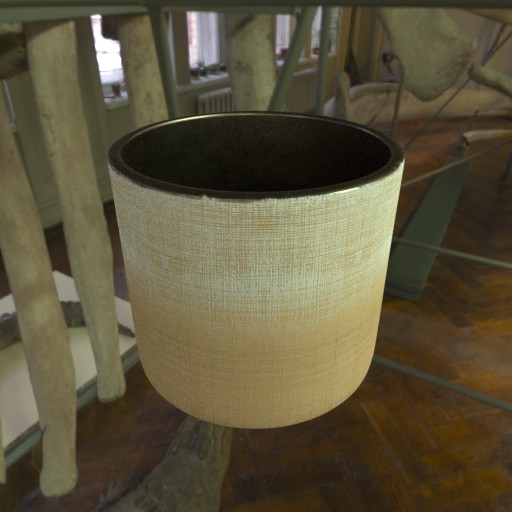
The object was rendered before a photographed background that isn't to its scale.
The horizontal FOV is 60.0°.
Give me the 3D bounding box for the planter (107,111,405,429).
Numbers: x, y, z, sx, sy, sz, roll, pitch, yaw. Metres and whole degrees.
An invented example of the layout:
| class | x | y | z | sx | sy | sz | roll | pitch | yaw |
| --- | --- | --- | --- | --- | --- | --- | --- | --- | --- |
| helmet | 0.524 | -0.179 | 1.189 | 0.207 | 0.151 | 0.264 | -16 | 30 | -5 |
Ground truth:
| class | x | y | z | sx | sy | sz | roll | pitch | yaw |
| --- | --- | --- | --- | --- | --- | --- | --- | --- | --- |
| planter | 0.000 | 0.000 | 0.385 | 0.221 | 0.201 | 0.221 | 0 | 30 | 0 |
